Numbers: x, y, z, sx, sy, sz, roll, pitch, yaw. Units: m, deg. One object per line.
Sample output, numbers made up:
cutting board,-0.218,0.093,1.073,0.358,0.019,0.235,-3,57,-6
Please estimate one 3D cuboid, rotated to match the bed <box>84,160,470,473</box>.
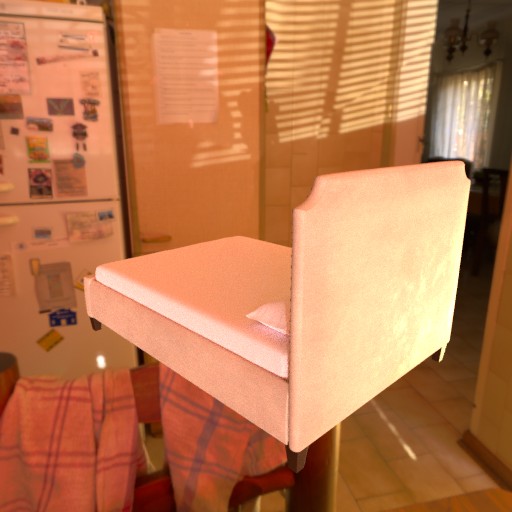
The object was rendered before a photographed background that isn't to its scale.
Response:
bed,0.000,0.000,3.306,1.712,1.443,2.372,-15,21,-42
